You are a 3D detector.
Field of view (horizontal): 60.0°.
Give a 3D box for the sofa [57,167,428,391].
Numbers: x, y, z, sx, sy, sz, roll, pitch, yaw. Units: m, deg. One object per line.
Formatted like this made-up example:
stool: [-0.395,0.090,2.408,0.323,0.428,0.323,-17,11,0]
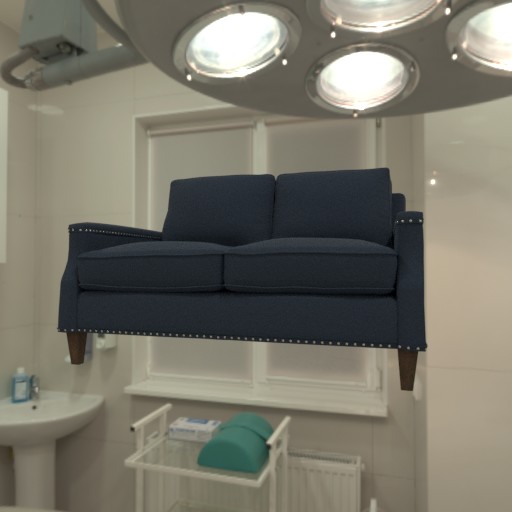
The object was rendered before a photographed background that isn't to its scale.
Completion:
sofa: [0.000,0.000,2.297,1.597,1.003,1.084,0,-1,17]
